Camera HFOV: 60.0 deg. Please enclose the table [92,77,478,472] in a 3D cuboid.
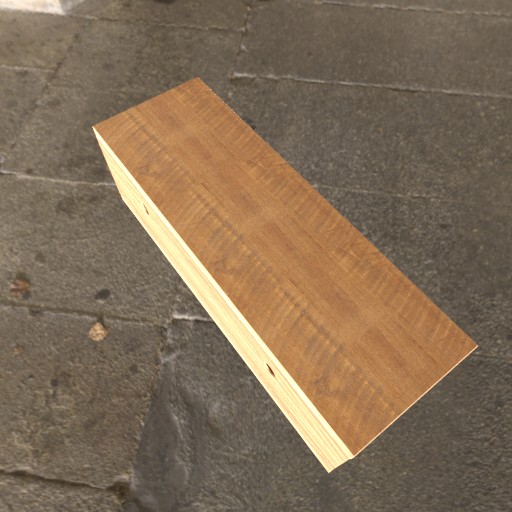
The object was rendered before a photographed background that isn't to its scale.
[{"bbox_3d":[0.000,0.000,1.735,0.499,0.491,1.499,-33,65,-18],"label":"table"}]
